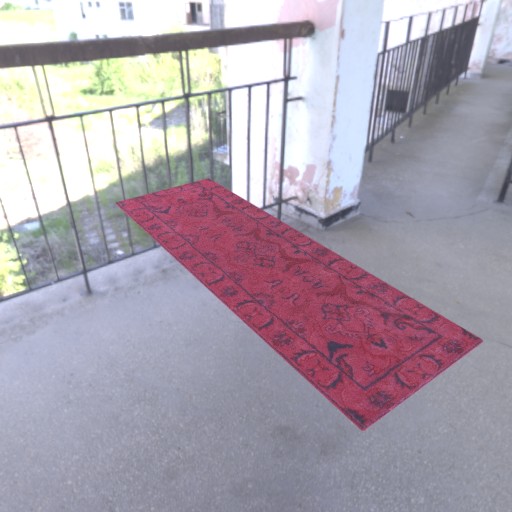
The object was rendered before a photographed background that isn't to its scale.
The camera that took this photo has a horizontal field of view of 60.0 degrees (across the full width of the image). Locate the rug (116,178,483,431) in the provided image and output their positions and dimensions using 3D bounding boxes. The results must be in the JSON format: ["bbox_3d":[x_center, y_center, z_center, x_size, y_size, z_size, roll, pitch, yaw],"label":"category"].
[{"bbox_3d":[0.000,0.000,2.671,0.813,0.018,2.439,-21,38,-30],"label":"rug"}]
